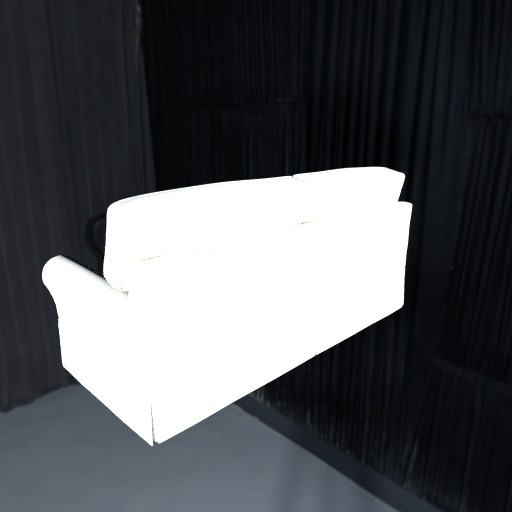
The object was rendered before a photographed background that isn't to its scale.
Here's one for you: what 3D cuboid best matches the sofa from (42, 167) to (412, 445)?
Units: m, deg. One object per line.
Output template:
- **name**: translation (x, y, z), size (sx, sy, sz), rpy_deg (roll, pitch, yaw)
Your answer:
- **sofa**: translation (0.000, 0.000, 2.477), size (2.021, 0.937, 0.862), rpy_deg (-15, 22, -43)
